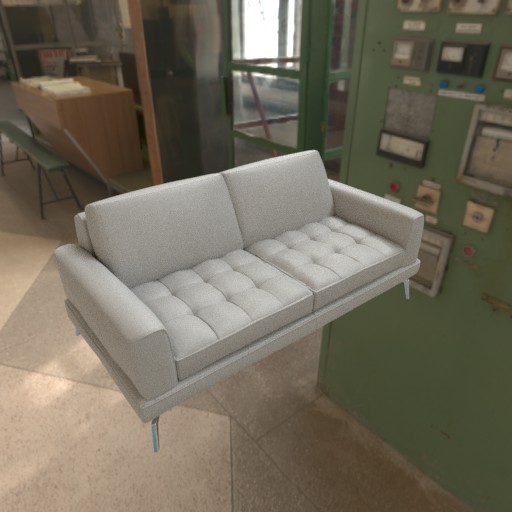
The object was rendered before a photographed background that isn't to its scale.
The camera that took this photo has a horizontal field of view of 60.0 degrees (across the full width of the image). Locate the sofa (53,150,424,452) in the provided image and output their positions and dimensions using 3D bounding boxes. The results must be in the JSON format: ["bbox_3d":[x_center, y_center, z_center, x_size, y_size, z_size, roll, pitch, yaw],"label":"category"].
[{"bbox_3d":[0.000,0.000,2.821,2.177,0.930,1.121,-21,35,-33],"label":"sofa"}]
